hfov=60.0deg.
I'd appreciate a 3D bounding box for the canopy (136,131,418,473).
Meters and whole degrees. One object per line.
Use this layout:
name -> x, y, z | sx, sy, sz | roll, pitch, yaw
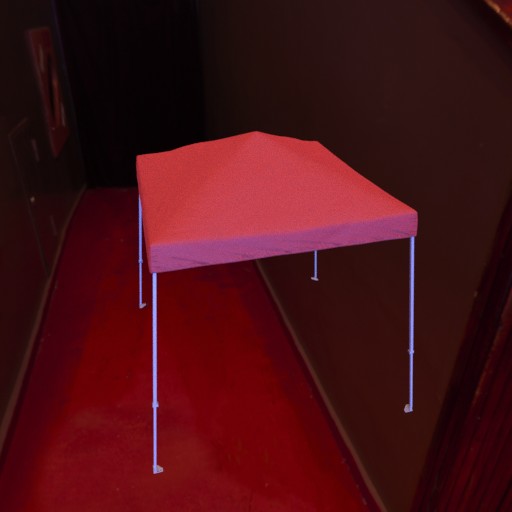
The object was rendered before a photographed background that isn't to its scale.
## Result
canopy -> 0.000, 0.000, 6.445 | 3.599, 3.600, 3.600 | -8, 31, -13
